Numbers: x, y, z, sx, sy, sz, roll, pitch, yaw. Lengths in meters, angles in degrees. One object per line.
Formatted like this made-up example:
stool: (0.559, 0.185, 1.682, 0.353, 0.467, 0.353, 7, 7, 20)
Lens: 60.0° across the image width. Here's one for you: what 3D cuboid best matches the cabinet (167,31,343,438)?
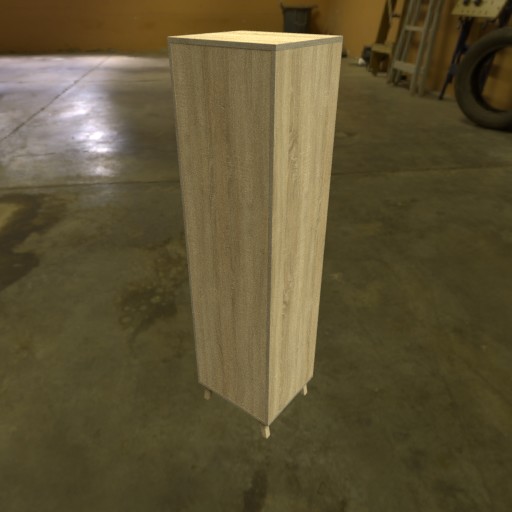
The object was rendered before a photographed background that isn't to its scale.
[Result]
cabinet: (0.000, 0.000, 2.203, 0.510, 1.960, 0.450, 21, 36, 32)
